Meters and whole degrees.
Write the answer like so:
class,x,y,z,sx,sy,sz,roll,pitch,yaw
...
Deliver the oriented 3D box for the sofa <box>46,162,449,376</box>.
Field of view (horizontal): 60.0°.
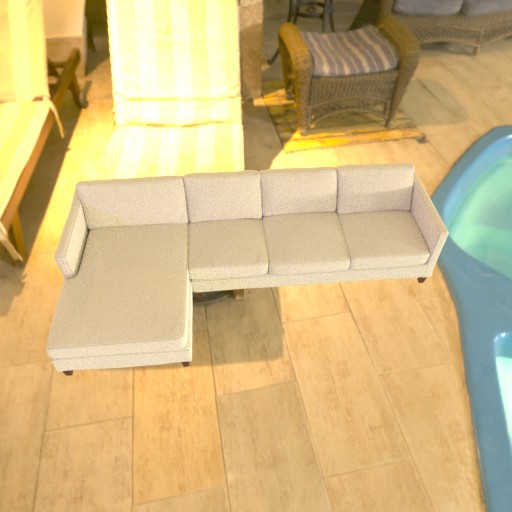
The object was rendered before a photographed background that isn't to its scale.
class,x,y,z,sx,sy,sz,roll,pitch,yaw
sofa,0.000,0.000,3.790,3.186,0.846,1.625,-4,47,-3
